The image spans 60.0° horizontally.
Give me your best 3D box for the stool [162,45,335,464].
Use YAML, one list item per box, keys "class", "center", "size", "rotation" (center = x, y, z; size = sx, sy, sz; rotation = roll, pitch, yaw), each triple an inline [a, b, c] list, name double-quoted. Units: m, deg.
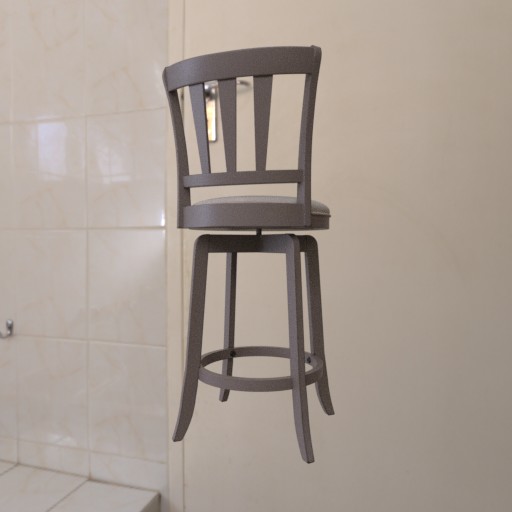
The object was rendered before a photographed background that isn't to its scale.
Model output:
- class: "stool"
  center: [0.000, 0.000, 1.290]
  size: [0.436, 1.023, 0.475]
  rotation: [1, 2, 19]
